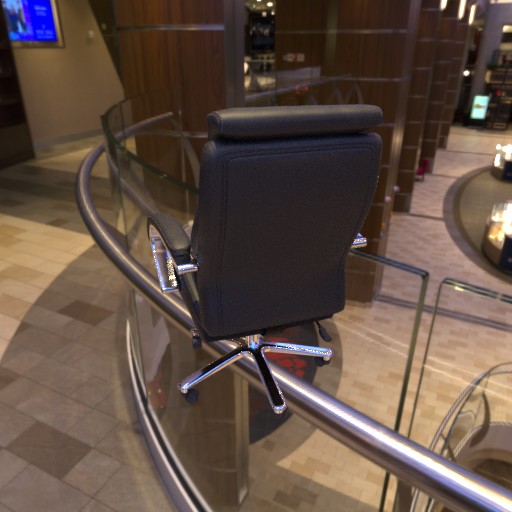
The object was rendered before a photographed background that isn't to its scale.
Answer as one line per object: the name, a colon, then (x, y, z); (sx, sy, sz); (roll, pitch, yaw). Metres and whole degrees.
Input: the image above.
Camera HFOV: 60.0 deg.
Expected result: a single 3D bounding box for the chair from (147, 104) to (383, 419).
chair: (0.000, 0.000, 1.711); (0.755, 1.183, 0.790); (-8, 27, -17)
